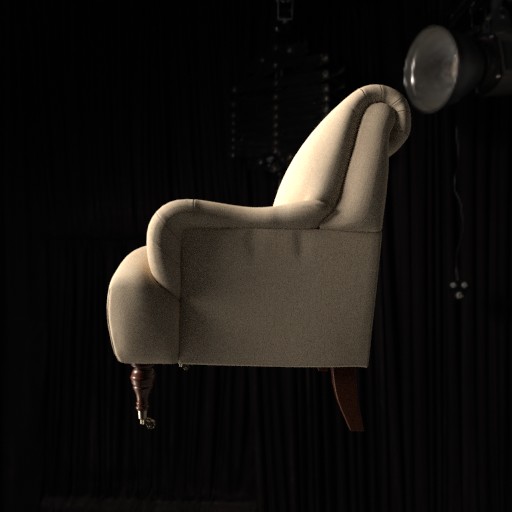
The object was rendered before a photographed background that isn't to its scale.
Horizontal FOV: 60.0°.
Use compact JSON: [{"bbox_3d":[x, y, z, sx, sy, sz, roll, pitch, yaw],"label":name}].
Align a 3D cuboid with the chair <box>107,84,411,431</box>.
[{"bbox_3d":[0.000,0.000,1.522,0.842,0.944,0.766,0,0,0],"label":"chair"}]
